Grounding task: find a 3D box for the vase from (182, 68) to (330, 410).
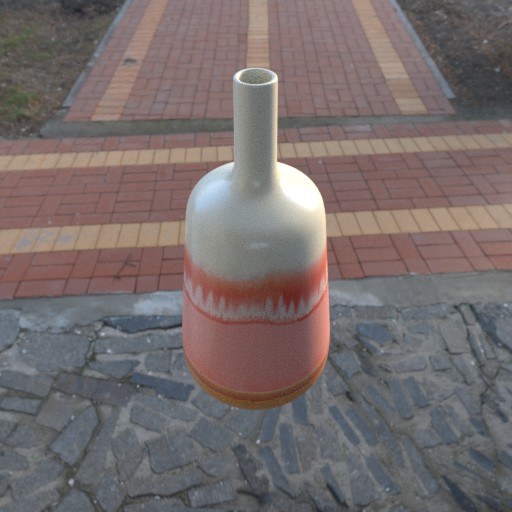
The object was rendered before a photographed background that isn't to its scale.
[{"bbox_3d":[0.000,0.000,0.363,0.144,0.296,0.144,0,44,0],"label":"vase"}]
